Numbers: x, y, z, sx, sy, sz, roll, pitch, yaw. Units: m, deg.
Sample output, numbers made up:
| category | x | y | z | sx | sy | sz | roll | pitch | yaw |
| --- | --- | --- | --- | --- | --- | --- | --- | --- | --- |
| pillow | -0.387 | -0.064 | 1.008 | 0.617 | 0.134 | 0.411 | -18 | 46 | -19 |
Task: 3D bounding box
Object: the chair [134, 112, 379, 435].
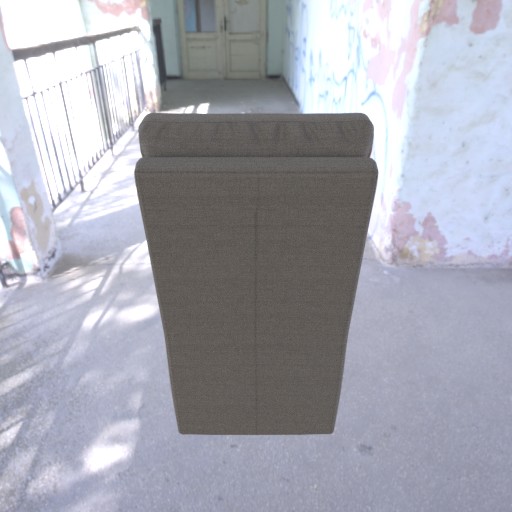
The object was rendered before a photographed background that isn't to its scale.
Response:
| category | x | y | z | sx | sy | sz | roll | pitch | yaw |
| --- | --- | --- | --- | --- | --- | --- | --- | --- | --- |
| chair | 0.000 | 0.000 | 1.338 | 0.503 | 0.927 | 0.698 | 0 | 30 | 0 |
